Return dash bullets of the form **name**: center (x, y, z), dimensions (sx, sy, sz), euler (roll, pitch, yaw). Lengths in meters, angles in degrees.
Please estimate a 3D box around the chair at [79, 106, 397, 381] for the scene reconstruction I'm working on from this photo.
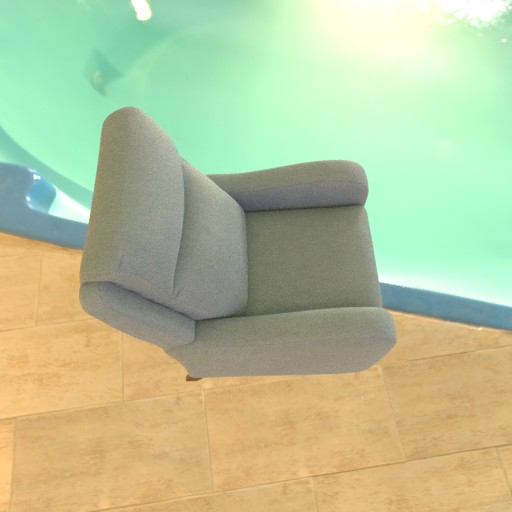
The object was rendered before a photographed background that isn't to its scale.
- **chair**: center (0.000, 0.000, 1.732), dimensions (0.988, 1.067, 0.785), euler (-2, 63, -1)
